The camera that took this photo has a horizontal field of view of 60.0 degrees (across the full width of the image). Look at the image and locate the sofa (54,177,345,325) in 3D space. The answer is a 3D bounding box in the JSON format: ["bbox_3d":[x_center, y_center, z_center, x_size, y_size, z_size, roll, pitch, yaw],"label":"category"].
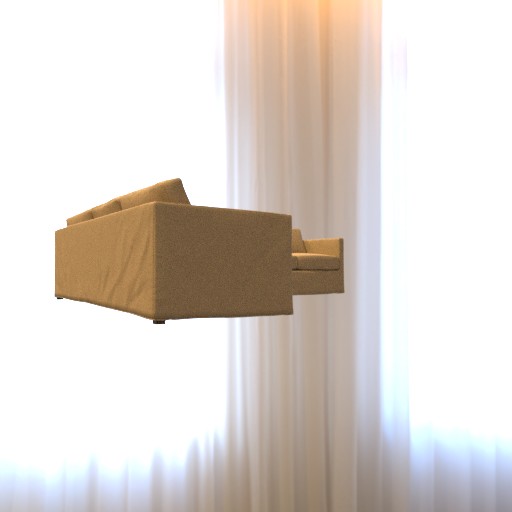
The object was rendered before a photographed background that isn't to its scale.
[{"bbox_3d":[0.000,0.000,4.333,3.182,0.871,2.432,1,-2,-37],"label":"sofa"}]
